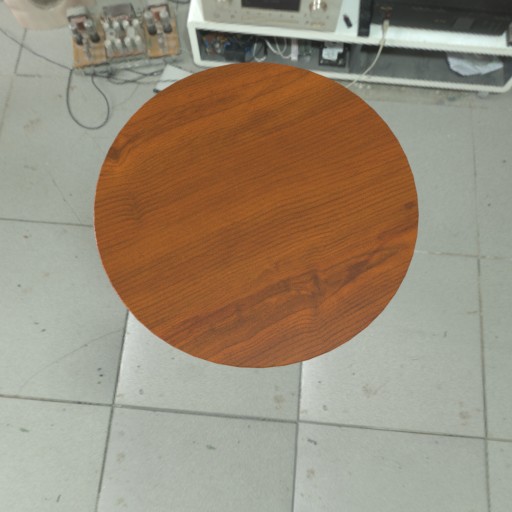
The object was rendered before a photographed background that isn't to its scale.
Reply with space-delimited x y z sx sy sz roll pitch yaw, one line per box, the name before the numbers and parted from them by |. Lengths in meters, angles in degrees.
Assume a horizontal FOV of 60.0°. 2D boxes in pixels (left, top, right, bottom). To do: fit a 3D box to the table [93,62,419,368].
table | 0.000 0.000 0.918 0.457 0.610 0.457 0 75 0
